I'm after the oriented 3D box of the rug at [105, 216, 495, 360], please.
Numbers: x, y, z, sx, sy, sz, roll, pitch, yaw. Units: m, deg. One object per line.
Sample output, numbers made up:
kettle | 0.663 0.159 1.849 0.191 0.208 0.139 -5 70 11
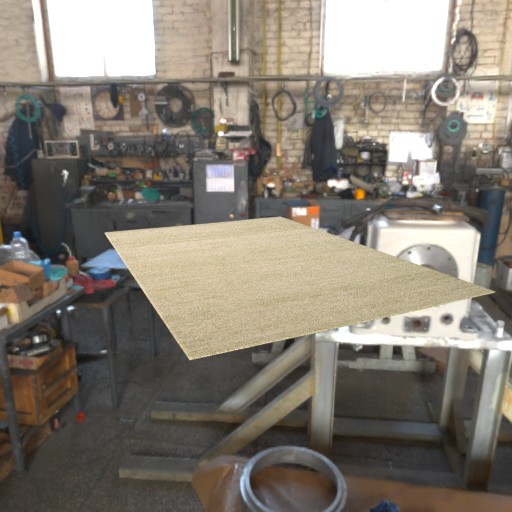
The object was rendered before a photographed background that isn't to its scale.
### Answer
rug | 0.000 0.000 5.013 2.782 0.025 3.935 -7 17 -24
